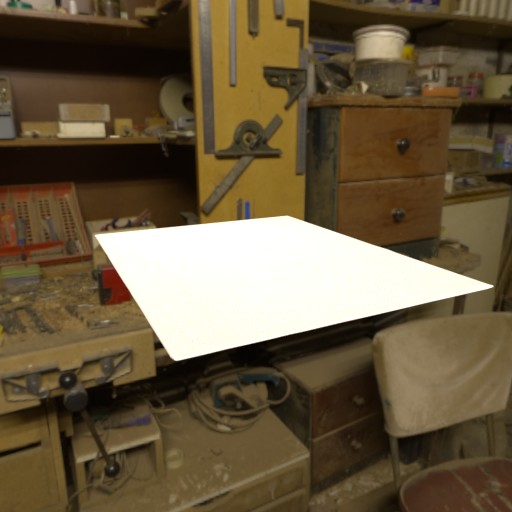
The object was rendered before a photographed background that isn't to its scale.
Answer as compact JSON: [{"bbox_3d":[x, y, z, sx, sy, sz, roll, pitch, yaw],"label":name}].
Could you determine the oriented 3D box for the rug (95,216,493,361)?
[{"bbox_3d":[0.000,0.000,4.037,2.423,0.019,3.009,-8,18,-25],"label":"rug"}]
